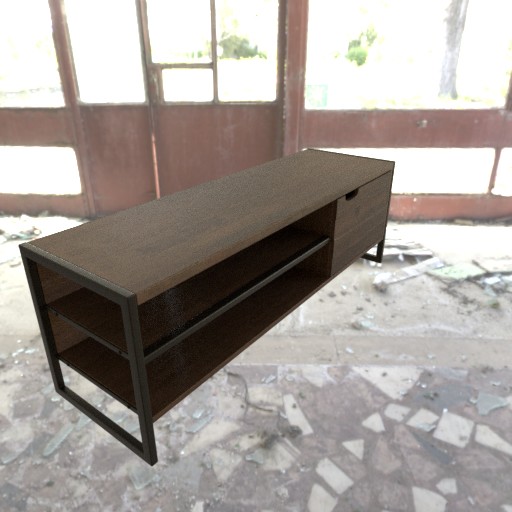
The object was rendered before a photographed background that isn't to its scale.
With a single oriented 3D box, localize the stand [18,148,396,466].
[{"bbox_3d":[0.000,0.000,1.684,0.454,0.506,1.480,18,31,33],"label":"stand"}]
